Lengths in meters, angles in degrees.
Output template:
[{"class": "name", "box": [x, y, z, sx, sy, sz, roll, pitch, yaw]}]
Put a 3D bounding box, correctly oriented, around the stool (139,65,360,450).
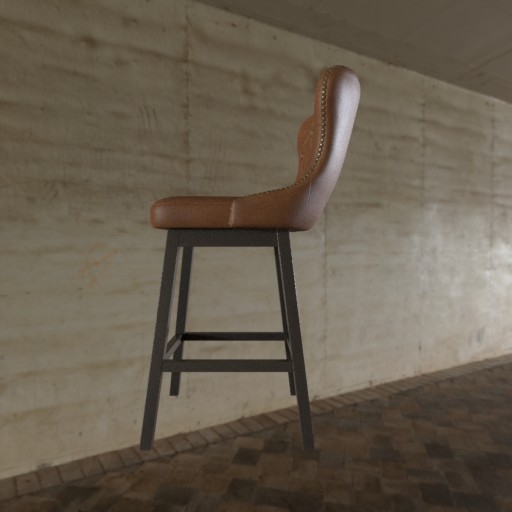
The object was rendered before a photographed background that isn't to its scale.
[{"class": "stool", "box": [0.000, 0.000, 1.320, 0.593, 0.971, 0.528, 0, 2, 0]}]
